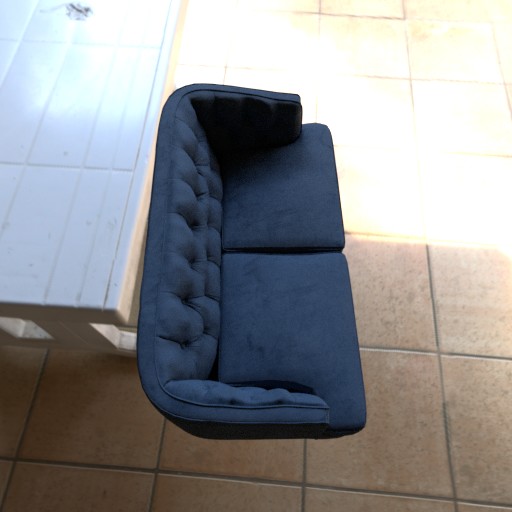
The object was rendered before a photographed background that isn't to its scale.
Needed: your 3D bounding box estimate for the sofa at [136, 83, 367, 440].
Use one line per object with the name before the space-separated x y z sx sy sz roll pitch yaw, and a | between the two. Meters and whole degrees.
sofa | 0.000 0.000 2.282 0.941 0.854 1.733 -1 63 0
